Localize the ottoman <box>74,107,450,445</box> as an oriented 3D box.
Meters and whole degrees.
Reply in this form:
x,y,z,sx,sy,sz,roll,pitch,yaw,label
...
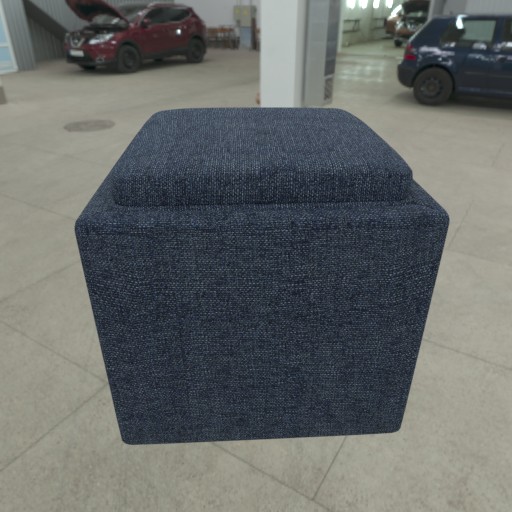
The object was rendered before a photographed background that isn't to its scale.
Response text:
x,y,z,sx,sy,sz,roll,pitch,yaw,label
0.000,0.000,0.791,0.450,0.460,0.450,-2,30,-3,ottoman
